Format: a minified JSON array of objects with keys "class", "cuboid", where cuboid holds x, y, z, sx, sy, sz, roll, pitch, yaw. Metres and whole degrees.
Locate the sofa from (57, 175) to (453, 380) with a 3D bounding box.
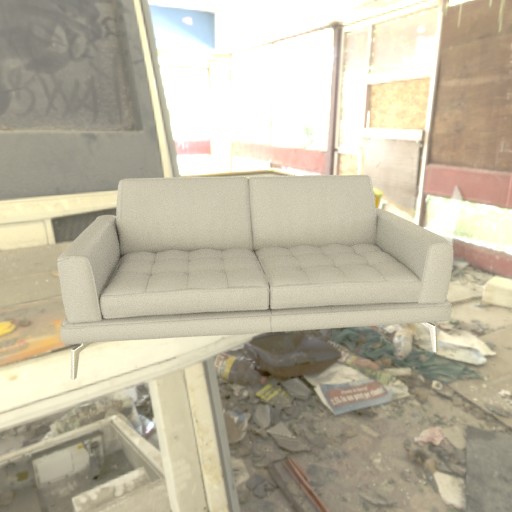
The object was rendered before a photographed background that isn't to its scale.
[{"class":"sofa","cuboid":[0.000,0.000,2.834,2.177,0.930,1.121,-2,17,-7]}]
